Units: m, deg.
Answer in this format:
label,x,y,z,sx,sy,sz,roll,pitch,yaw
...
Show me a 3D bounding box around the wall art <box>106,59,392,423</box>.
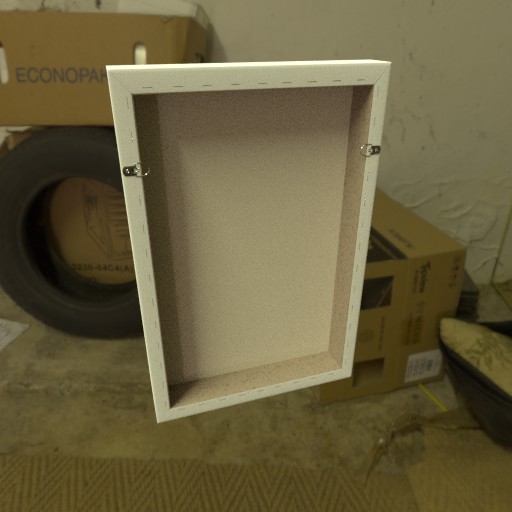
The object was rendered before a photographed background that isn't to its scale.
label,x,y,z,sx,sy,sz,roll,pitch,yaw
wall art,0.000,0.000,0.478,0.252,0.381,0.039,-8,28,-16
